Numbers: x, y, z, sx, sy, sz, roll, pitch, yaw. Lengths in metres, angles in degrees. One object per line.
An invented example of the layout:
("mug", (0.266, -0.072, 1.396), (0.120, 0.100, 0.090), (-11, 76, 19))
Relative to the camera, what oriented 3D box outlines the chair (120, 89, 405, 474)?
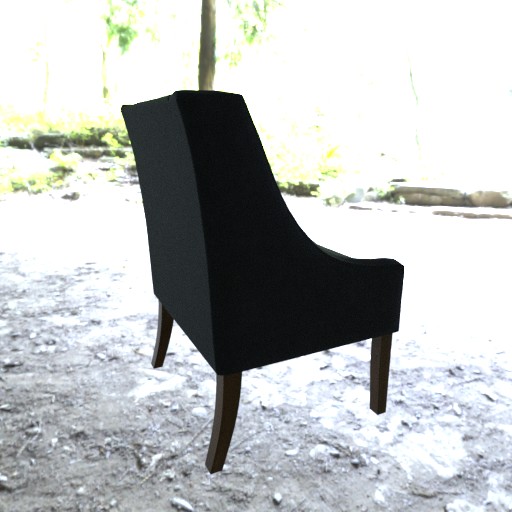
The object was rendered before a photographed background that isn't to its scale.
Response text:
("chair", (0.000, 0.000, 1.339), (0.629, 0.895, 0.629), (-8, 18, -25))
